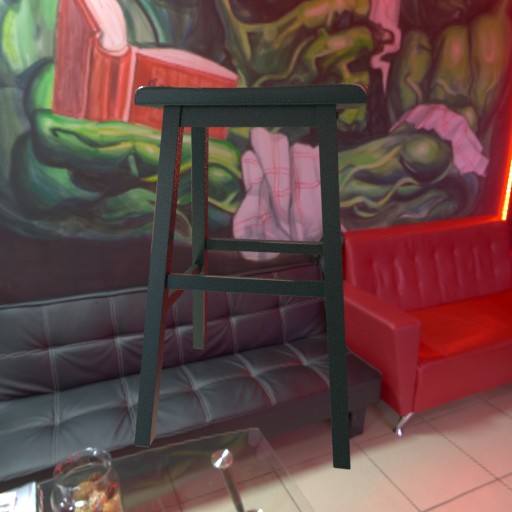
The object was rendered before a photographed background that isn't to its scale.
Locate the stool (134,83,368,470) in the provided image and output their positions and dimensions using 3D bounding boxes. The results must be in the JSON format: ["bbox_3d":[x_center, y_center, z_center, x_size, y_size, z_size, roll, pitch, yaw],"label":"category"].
[{"bbox_3d":[0.000,0.000,1.045,0.457,0.737,0.476,2,16,8],"label":"stool"}]
